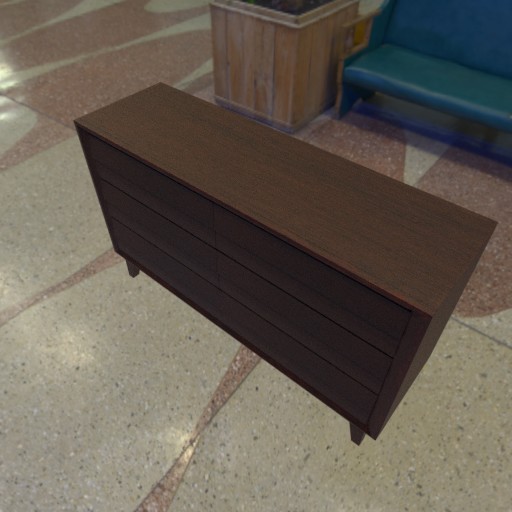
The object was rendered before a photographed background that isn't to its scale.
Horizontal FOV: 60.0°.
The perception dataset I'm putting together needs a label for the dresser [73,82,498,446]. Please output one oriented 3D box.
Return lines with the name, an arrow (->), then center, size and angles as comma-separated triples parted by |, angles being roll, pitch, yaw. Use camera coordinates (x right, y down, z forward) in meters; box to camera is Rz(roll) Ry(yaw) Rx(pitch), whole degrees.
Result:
dresser -> 0.000, 0.000, 1.989 | 1.609, 0.971, 0.499 | 31, 53, 27
